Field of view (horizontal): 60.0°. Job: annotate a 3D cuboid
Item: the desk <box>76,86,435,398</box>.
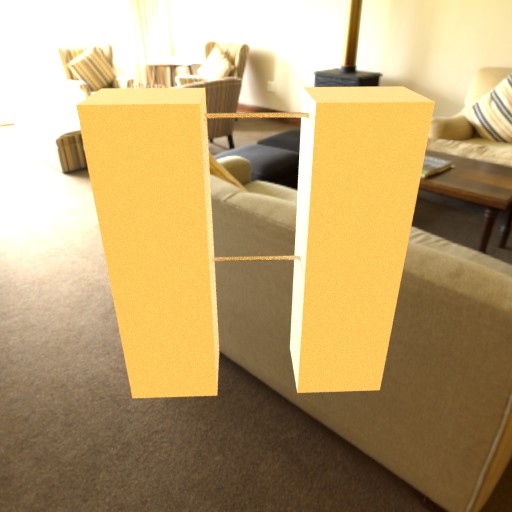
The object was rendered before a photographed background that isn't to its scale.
[{"bbox_3d":[0.000,0.000,2.885,1.770,2.000,0.480,-1,30,-2],"label":"desk"}]
